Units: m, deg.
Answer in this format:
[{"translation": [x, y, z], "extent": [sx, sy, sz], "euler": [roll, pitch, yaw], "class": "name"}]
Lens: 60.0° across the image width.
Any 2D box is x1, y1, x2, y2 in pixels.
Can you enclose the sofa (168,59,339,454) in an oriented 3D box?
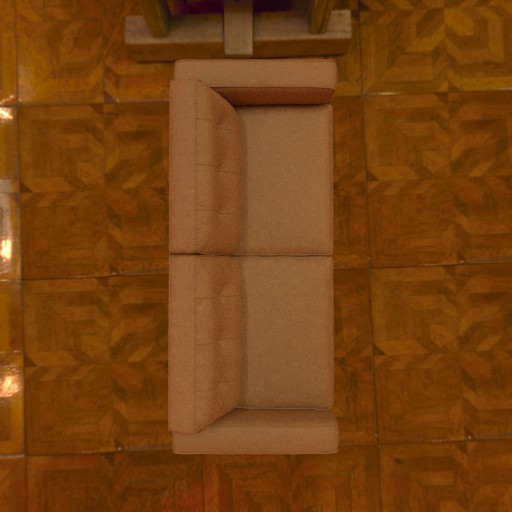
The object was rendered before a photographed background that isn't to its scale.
[{"translation": [0.000, 0.000, 2.688], "extent": [0.953, 0.780, 2.270], "euler": [0, 89, 0], "class": "sofa"}]
